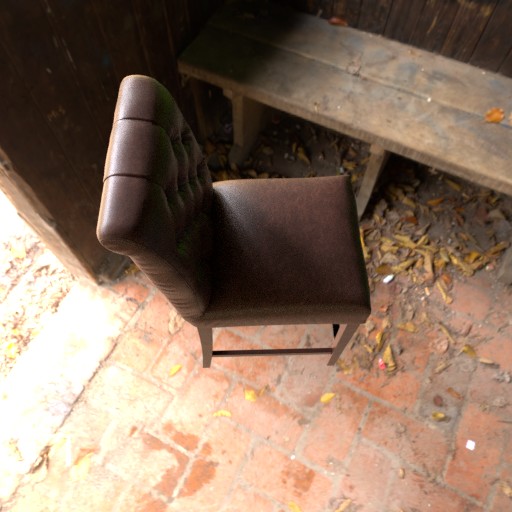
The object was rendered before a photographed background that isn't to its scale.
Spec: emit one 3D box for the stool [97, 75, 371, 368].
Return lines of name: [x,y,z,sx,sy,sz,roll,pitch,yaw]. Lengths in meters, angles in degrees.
stool: [0.000,0.000,1.439,0.660,1.084,0.486,-1,63,-1]
